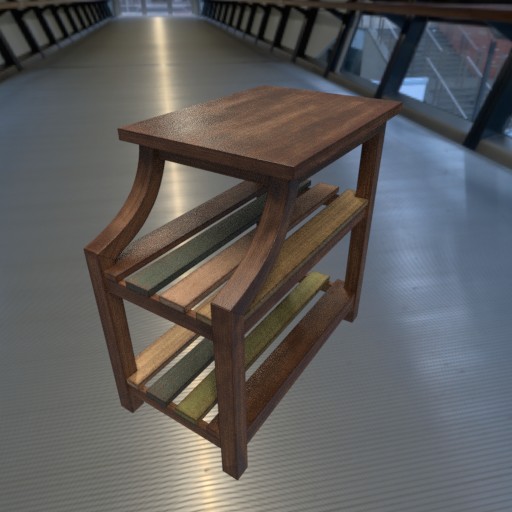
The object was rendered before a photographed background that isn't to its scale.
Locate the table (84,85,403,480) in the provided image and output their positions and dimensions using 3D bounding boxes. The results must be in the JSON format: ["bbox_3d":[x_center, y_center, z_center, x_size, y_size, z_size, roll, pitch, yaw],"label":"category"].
[{"bbox_3d":[0.000,0.000,0.971,0.356,0.584,0.609,19,36,28],"label":"table"}]
